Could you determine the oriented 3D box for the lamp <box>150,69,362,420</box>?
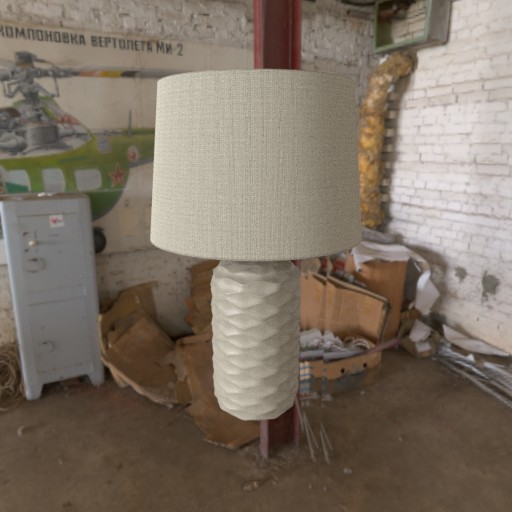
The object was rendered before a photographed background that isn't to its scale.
[{"bbox_3d":[0.000,0.000,0.817,0.376,0.594,0.376,0,14,0],"label":"lamp"}]
